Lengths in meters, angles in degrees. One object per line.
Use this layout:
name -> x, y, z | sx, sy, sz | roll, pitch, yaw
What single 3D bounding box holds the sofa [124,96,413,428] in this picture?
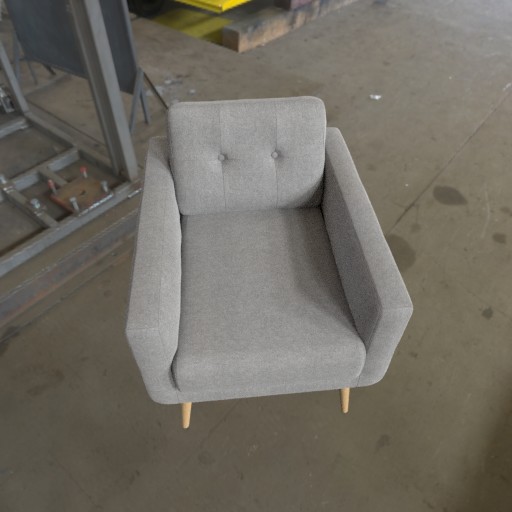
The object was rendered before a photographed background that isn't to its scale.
sofa -> 0.000, 0.000, 1.572 | 0.770, 0.860, 0.920 | -4, 47, -4
